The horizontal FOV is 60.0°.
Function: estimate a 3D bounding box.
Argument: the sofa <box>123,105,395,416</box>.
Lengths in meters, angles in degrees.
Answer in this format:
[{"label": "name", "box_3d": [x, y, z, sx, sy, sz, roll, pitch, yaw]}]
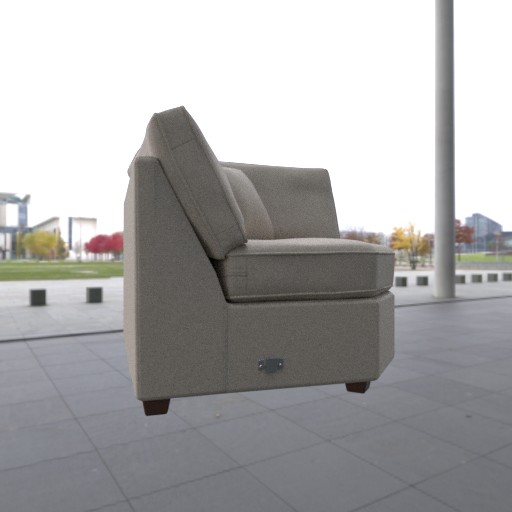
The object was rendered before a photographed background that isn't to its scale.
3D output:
[{"label": "sofa", "box_3d": [0.000, 0.000, 1.845, 1.042, 0.937, 1.050, 0, 0, -17]}]
